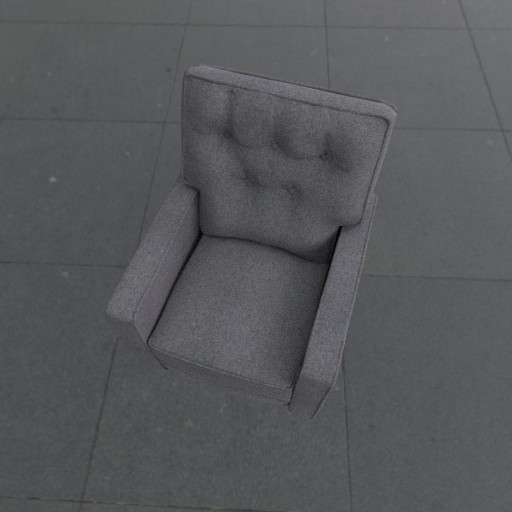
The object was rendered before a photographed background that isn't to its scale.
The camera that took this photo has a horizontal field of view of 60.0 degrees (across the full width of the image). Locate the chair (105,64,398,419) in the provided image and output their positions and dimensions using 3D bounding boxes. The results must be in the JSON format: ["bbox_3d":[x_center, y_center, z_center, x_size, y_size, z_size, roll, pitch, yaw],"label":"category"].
[{"bbox_3d":[0.000,0.000,1.411,0.650,0.889,0.775,15,60,9],"label":"chair"}]
